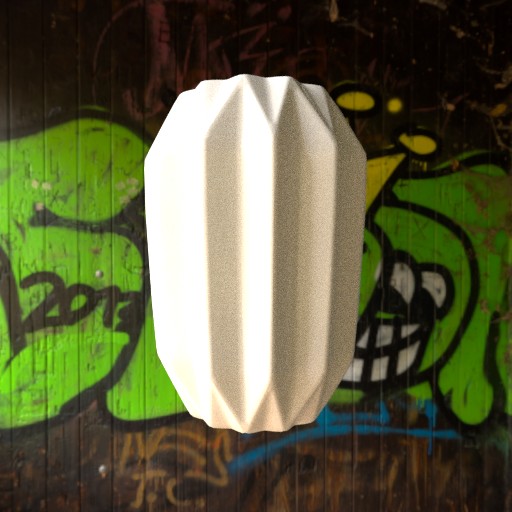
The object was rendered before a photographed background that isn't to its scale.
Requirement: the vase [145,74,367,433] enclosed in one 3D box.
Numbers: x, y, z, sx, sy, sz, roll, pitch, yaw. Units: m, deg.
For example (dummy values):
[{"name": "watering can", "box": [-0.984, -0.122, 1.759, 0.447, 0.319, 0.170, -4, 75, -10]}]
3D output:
[{"name": "vase", "box": [0.000, 0.000, 0.398, 0.195, 0.275, 0.195, 0, 1, 0]}]
